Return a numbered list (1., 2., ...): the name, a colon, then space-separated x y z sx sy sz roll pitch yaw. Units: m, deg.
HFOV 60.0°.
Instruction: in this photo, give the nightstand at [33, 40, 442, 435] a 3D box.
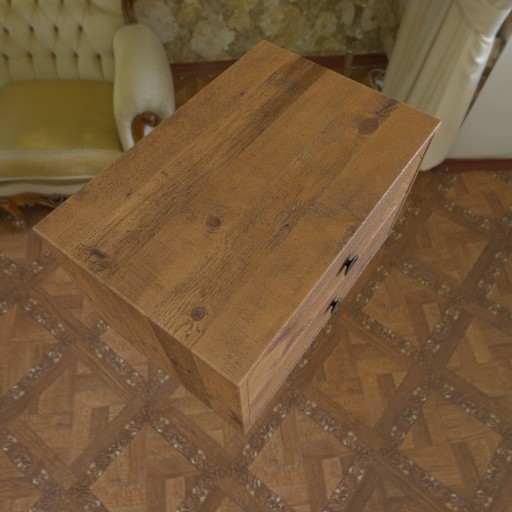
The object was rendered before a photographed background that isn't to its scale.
1. nightstand: 0.000 0.000 1.060 0.450 0.599 0.650 33 64 18
